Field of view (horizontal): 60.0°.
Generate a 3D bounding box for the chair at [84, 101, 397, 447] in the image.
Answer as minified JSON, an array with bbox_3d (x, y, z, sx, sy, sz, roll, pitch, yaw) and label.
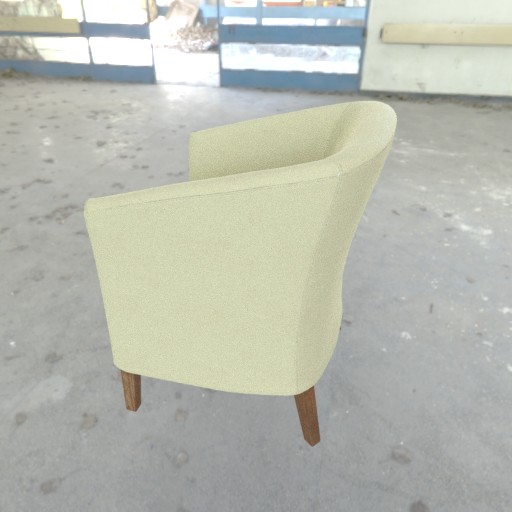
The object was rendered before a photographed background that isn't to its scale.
[{"bbox_3d":[0.000,0.000,1.274,0.657,0.822,0.643,8,31,14],"label":"chair"}]
